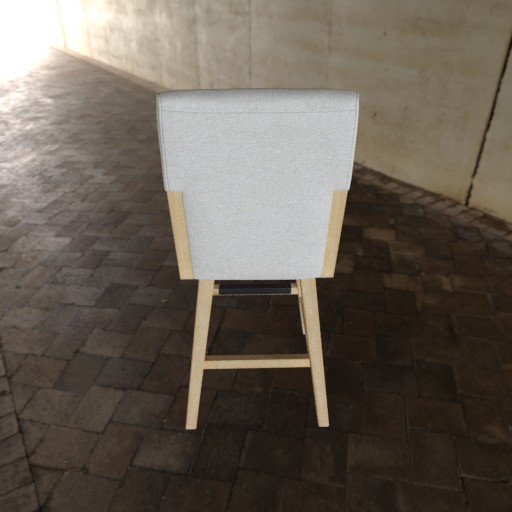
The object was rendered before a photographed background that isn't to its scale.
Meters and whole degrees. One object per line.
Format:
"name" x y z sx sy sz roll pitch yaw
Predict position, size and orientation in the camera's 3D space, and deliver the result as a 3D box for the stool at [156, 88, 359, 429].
"stool" 0.000 0.000 1.290 0.446 1.015 0.543 -1 31 -1
